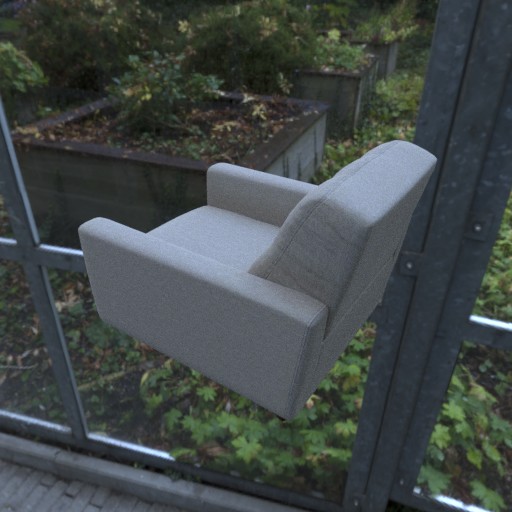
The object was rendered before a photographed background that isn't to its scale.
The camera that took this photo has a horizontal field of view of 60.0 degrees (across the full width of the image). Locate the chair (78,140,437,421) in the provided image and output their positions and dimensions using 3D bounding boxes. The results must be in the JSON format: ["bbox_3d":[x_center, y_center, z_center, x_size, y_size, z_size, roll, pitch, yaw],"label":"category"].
[{"bbox_3d":[0.000,0.000,1.832,1.128,0.965,0.897,19,36,29],"label":"chair"}]
